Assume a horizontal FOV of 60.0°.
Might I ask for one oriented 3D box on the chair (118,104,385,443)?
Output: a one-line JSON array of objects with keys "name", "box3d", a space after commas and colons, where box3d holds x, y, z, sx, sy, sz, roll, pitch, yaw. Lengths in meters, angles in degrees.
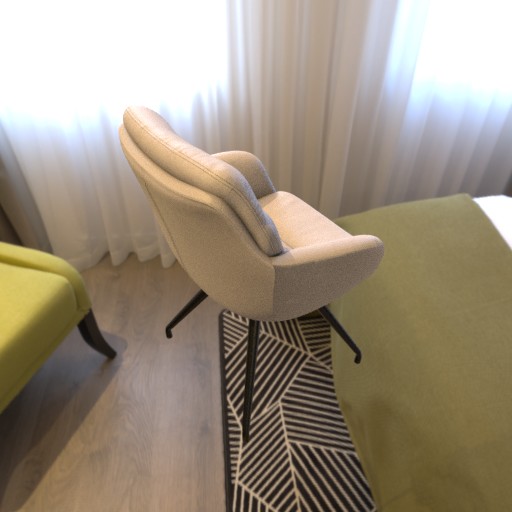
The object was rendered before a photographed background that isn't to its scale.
[{"name": "chair", "box3d": [0.000, 0.000, 1.260, 0.569, 0.888, 0.579, -26, 47, -26]}]
